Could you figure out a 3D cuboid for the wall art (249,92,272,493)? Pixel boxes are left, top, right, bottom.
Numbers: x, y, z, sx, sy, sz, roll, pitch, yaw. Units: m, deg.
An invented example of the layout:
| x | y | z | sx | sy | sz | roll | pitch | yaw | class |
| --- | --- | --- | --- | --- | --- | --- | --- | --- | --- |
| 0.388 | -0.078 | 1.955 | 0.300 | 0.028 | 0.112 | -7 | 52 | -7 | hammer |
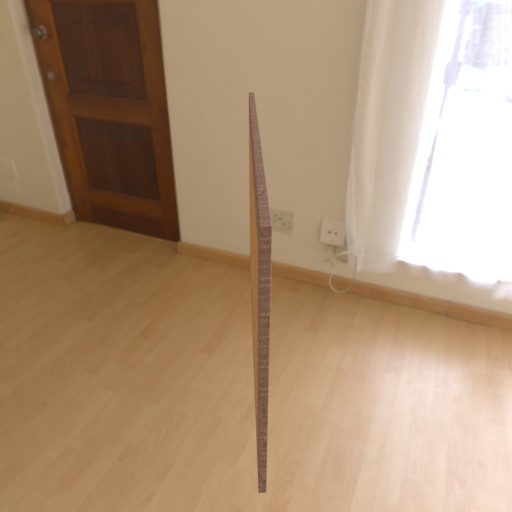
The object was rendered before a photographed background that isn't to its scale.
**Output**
| x | y | z | sx | sy | sz | roll | pitch | yaw | class |
| --- | --- | --- | --- | --- | --- | --- | --- | --- | --- |
| 0.000 | 0.000 | 1.372 | 0.020 | 0.761 | 1.056 | -1 | 31 | -2 | wall art |
